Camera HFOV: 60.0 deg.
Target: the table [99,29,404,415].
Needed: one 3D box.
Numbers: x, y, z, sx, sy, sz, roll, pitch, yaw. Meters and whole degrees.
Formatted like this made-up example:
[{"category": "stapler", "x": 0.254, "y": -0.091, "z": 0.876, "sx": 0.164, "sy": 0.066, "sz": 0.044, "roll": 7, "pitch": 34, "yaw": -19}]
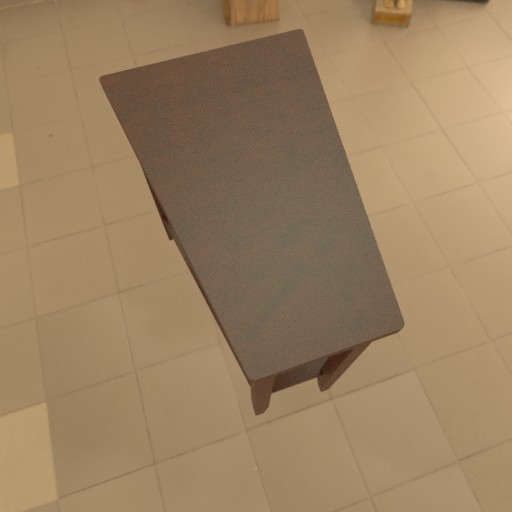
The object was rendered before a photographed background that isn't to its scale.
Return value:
[{"category": "table", "x": 0.000, "y": 0.000, "z": 0.976, "sx": 0.399, "sy": 0.589, "sz": 0.605, "roll": -17, "pitch": 66, "yaw": -8}]
